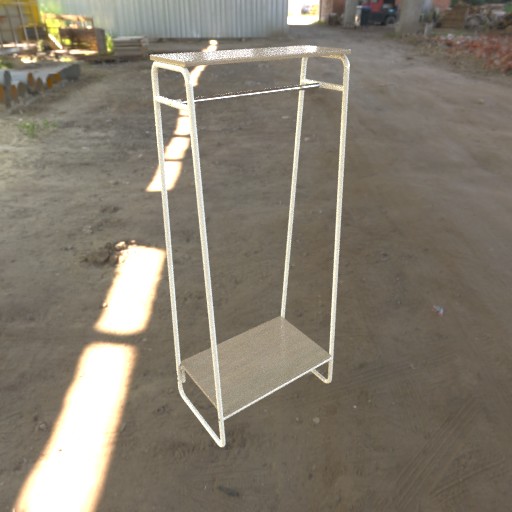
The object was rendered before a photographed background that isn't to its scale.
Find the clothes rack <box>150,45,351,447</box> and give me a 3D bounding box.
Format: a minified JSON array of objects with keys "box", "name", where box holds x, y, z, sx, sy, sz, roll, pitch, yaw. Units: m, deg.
[{"box":[0.000,0.000,1.803,0.640,1.512,0.400,-20,35,-31],"name":"clothes rack"}]
